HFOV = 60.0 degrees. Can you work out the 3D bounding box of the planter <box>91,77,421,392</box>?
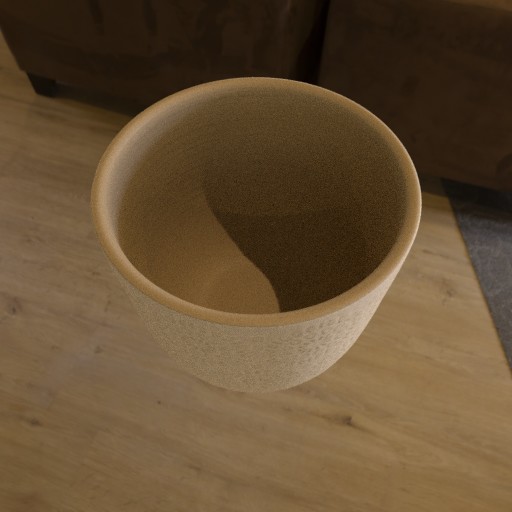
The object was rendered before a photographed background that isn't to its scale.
[{"bbox_3d":[0.000,0.000,0.294,0.170,0.152,0.170,0,57,0],"label":"planter"}]
